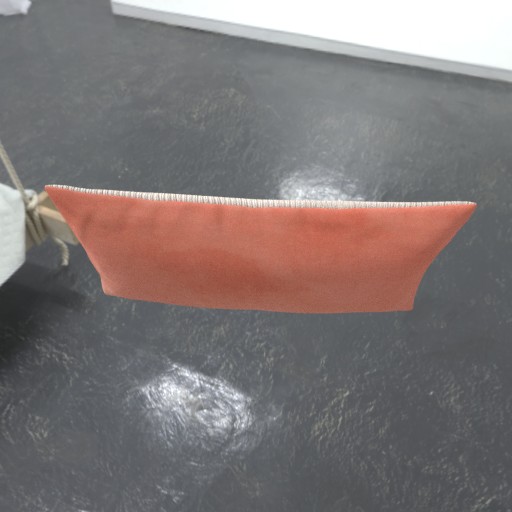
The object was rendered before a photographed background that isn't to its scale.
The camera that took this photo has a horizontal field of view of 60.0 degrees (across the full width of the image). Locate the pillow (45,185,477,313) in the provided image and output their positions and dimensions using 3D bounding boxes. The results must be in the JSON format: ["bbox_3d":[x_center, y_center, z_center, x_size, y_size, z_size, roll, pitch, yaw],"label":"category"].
[{"bbox_3d":[0.000,0.000,0.746,0.608,0.307,0.155,3,47,2],"label":"pillow"}]
